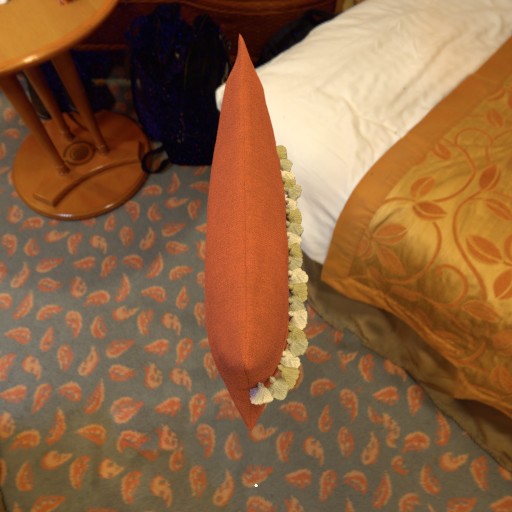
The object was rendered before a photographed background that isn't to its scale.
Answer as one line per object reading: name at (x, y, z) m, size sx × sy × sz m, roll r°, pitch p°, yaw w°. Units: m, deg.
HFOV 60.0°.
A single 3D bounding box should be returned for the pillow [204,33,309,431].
pillow at (0.000, 0.000, 0.729) m, size 0.165 × 0.482 × 0.490 m, roll -1°, pitch 63°, yaw -1°
